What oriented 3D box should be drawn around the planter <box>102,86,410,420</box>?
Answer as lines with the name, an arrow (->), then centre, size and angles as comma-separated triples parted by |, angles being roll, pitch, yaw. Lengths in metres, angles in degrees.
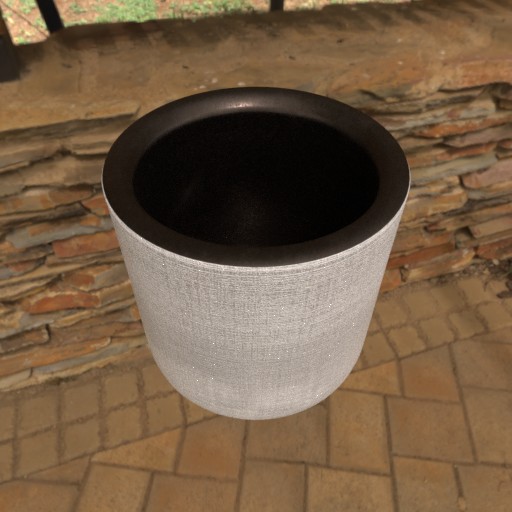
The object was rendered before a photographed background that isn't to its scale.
planter -> 0.000, 0.000, 0.286 | 0.160, 0.156, 0.160 | 0, 46, 0
